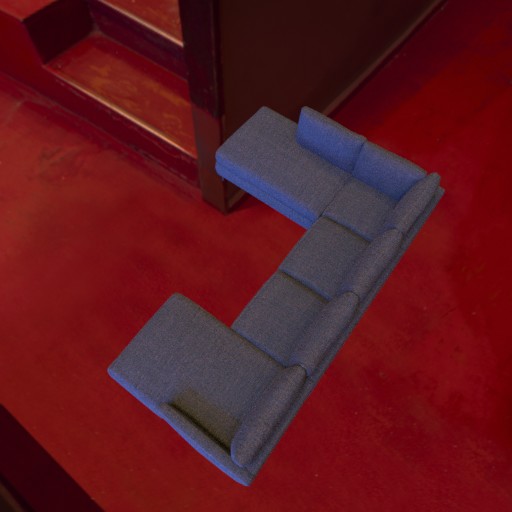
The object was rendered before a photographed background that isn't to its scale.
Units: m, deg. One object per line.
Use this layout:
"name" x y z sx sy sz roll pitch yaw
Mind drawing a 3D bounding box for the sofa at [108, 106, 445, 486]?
"sofa" 0.000 0.000 3.528 1.879 0.753 2.737 33 67 16
